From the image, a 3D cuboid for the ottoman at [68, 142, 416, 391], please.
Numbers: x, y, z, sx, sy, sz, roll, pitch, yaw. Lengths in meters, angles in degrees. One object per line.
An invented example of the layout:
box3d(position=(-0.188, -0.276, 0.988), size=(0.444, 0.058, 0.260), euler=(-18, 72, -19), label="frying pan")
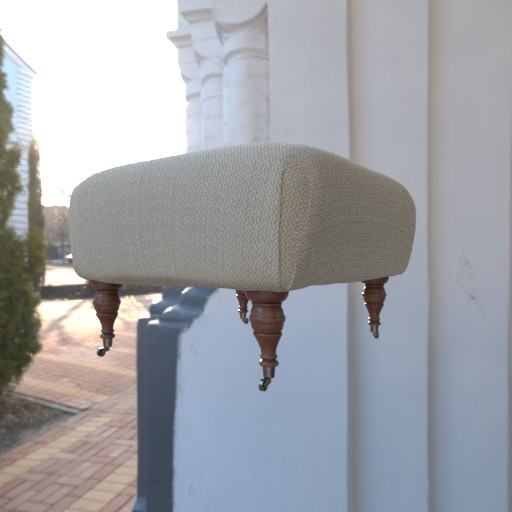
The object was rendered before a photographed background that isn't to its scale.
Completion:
box3d(position=(0.000, 0.000, 1.089), size=(0.622, 0.447, 0.684), euler=(0, 0, 35), label="ottoman")
